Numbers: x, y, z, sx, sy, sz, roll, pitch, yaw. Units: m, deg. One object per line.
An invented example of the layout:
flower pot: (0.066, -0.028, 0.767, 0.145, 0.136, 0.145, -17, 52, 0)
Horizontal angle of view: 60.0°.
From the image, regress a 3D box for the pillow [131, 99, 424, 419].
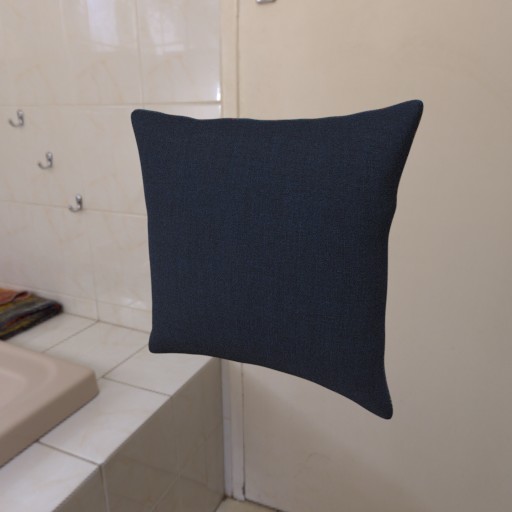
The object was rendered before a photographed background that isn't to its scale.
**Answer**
pillow: (0.000, 0.000, 0.658, 0.431, 0.431, 0.141, 8, 19, 25)
